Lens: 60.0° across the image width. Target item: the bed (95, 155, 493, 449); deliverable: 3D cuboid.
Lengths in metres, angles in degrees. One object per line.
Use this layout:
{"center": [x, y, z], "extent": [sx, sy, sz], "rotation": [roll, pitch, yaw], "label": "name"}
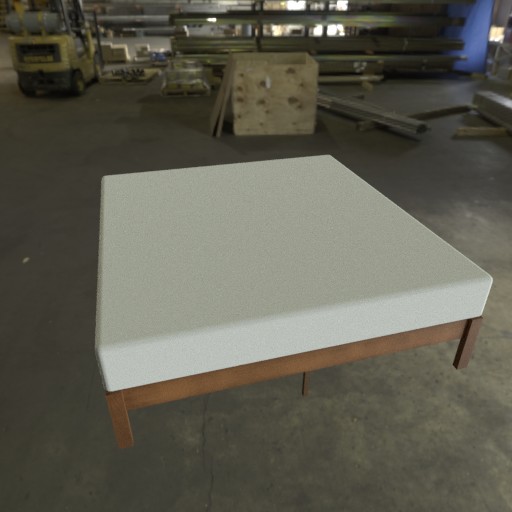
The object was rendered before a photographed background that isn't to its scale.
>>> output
{"center": [0.000, 0.000, 2.992], "extent": [1.930, 0.616, 2.049], "rotation": [-8, 32, -14], "label": "bed"}
